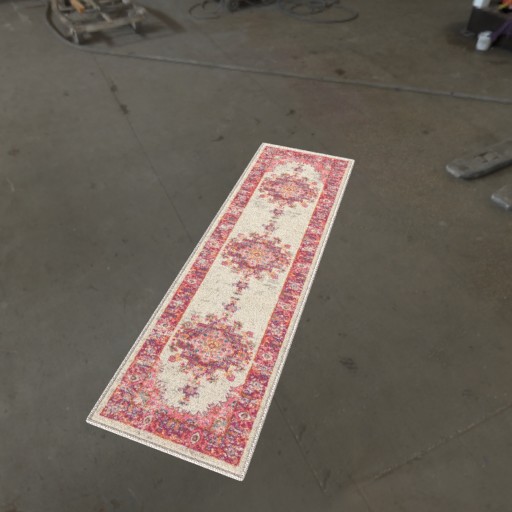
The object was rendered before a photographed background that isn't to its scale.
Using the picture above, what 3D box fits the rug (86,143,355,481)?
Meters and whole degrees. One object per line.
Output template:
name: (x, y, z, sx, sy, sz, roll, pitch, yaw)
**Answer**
rug: (0.000, 0.000, 2.005, 0.562, 0.009, 1.824, 14, 47, 13)
